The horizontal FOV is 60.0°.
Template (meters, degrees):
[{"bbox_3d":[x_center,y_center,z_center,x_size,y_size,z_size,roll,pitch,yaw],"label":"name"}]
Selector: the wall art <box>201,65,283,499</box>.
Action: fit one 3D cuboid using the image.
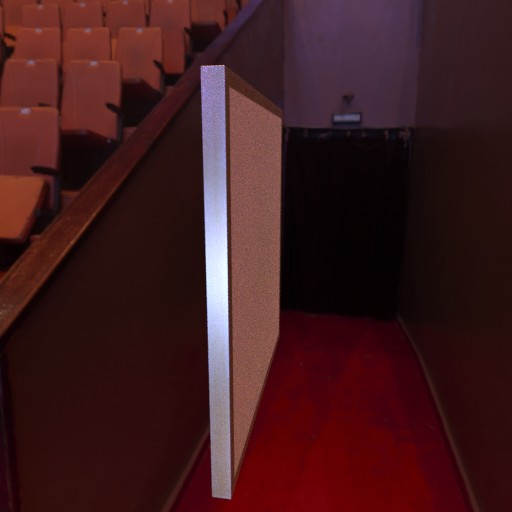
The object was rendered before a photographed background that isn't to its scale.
[{"bbox_3d":[0.000,0.000,1.113,0.037,0.760,0.762,2,13,10],"label":"wall art"}]
